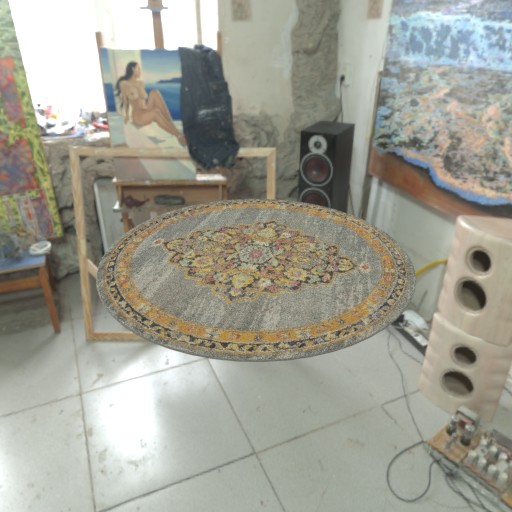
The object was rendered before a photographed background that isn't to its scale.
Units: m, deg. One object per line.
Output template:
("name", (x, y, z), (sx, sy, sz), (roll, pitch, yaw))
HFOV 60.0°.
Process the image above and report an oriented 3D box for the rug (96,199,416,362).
("rug", (0.000, 0.000, 3.459), (2.382, 0.014, 2.382), (0, 29, 0))
